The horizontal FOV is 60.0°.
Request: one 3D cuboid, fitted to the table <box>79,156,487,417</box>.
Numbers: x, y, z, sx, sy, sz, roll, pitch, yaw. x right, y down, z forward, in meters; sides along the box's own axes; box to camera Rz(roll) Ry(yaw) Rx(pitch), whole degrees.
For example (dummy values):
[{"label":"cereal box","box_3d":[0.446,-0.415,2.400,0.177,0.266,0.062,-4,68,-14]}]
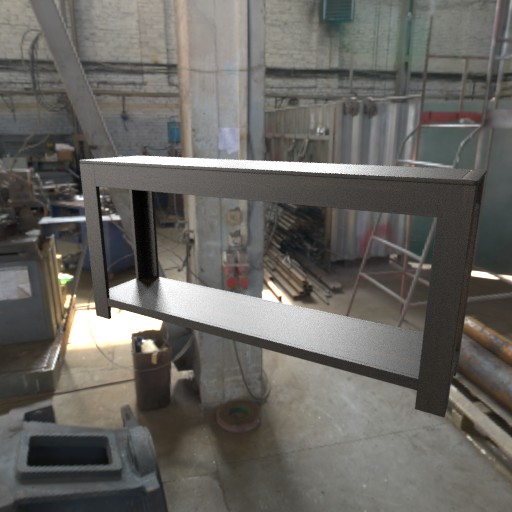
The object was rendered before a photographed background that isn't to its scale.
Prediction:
[{"label":"table","box_3d":[0.000,0.000,1.876,1.631,0.762,0.384,9,18,29]}]
